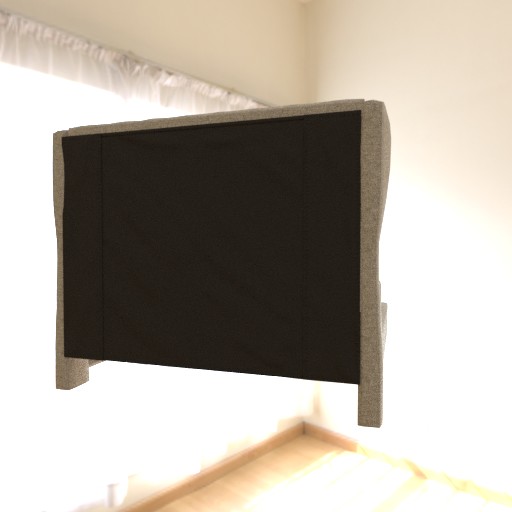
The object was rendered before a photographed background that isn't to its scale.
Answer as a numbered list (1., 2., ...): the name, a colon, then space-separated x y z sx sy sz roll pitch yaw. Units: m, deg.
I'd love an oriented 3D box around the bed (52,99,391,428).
1. bed: 0.000 0.000 3.776 2.219 1.771 2.347 0 2 18
